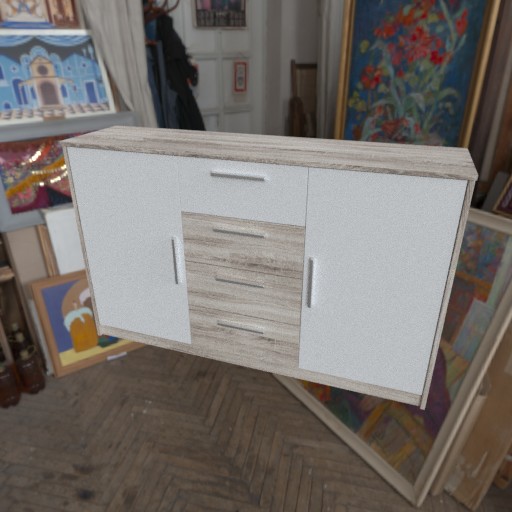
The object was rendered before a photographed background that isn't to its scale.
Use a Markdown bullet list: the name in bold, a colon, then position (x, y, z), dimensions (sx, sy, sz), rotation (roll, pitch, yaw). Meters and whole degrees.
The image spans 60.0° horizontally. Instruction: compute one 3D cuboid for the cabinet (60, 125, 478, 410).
- **cabinet**: position (0.000, 0.000, 1.813), dimensions (1.450, 0.900, 0.380), rotation (8, 27, 17)
